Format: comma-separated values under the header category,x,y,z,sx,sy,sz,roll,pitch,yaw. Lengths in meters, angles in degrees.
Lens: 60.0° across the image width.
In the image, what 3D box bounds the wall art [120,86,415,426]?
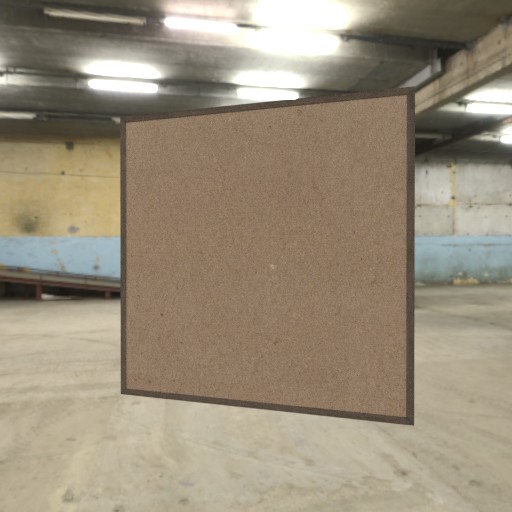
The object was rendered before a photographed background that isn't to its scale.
category,x,y,z,sx,sy,sz,roll,pitch,yaw
wall art,0.000,0.000,0.756,0.508,0.508,0.038,0,0,17
